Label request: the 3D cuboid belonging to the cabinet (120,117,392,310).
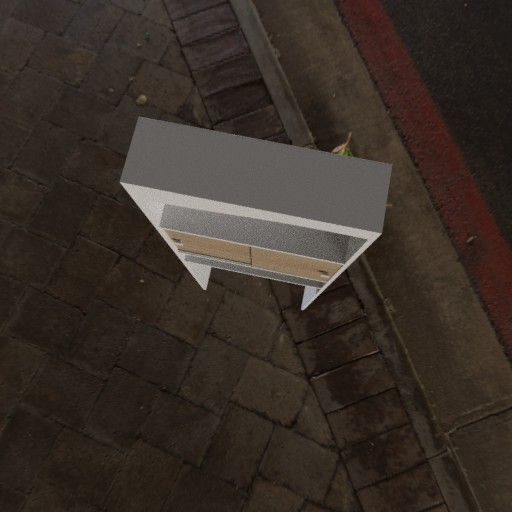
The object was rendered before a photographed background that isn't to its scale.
[{"bbox_3d":[0.000,0.000,1.943,0.643,1.770,0.192,11,77,3],"label":"cabinet"}]
